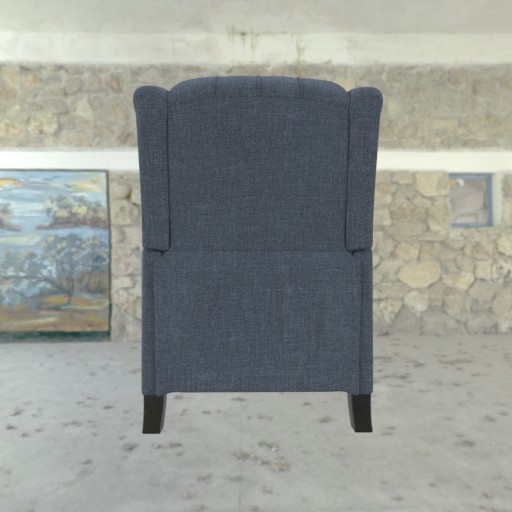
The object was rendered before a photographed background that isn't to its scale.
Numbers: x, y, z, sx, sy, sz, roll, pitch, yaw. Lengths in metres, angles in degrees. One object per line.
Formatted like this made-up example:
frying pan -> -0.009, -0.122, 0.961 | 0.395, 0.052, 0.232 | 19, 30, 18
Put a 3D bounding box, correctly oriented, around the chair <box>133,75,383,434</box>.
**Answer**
chair -> 0.000, 0.000, 1.618 | 0.742, 1.035, 0.898 | 0, 0, -1
